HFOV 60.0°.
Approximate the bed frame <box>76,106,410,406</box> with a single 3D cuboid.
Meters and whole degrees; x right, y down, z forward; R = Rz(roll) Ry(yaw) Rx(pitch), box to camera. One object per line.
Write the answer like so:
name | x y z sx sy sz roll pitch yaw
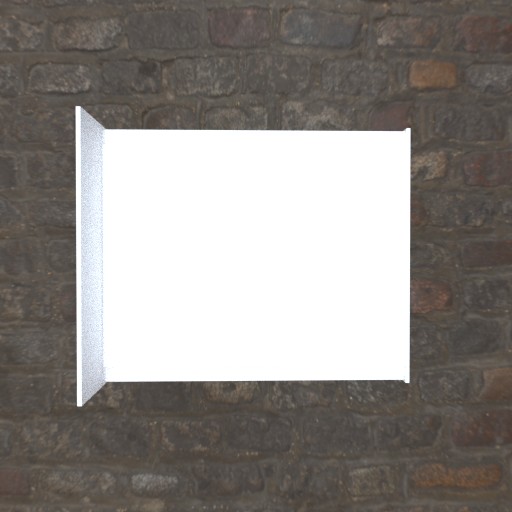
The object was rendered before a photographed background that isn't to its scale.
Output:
bed frame | 0.000 0.000 2.818 1.960 0.800 1.622 0 91 -1
